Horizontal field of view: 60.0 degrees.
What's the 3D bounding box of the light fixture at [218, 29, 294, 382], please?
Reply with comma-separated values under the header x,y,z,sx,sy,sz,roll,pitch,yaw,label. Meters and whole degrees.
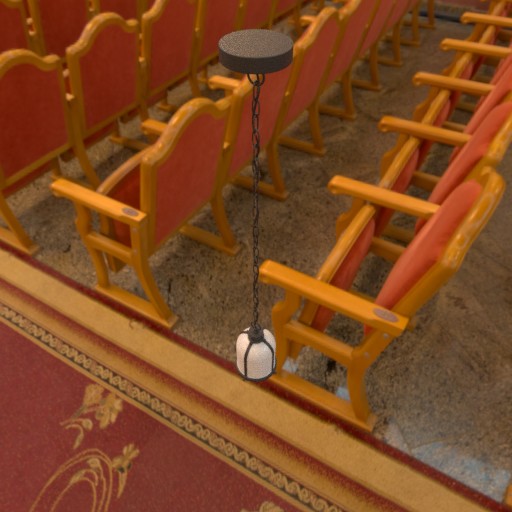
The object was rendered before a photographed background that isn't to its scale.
x,y,z,sx,sy,sz,roll,pitch,yaw,label
0.000,0.000,1.278,0.178,1.181,0.178,24,50,21,light fixture
